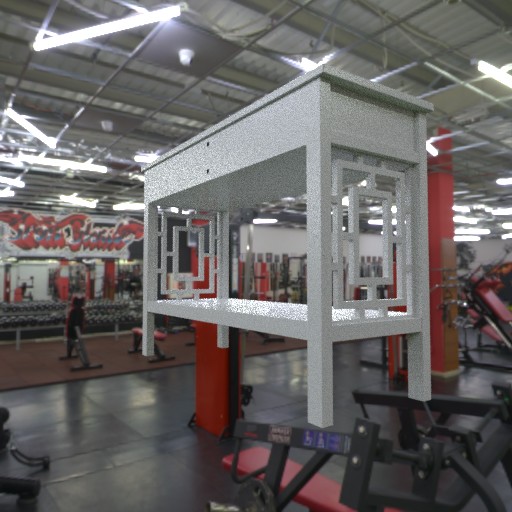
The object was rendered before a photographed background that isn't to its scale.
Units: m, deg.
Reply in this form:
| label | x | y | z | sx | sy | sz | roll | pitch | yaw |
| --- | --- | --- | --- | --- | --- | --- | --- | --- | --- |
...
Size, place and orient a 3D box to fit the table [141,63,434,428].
| label | x | y | z | sx | sy | sz | roll | pitch | yaw |
| --- | --- | --- | --- | --- | --- | --- | --- | --- | --- |
| table | 0.000 | 0.000 | 1.455 | 0.397 | 0.753 | 1.068 | 2 | -3 | -34 |
